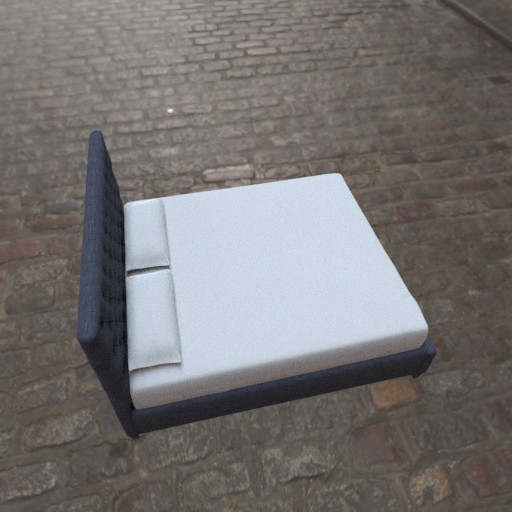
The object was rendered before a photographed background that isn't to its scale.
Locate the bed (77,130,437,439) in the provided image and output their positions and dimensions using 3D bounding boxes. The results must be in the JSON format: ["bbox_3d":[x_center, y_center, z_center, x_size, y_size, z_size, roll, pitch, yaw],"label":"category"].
[{"bbox_3d":[0.000,0.000,3.653,2.387,1.427,2.078,-9,48,-8],"label":"bed"}]
